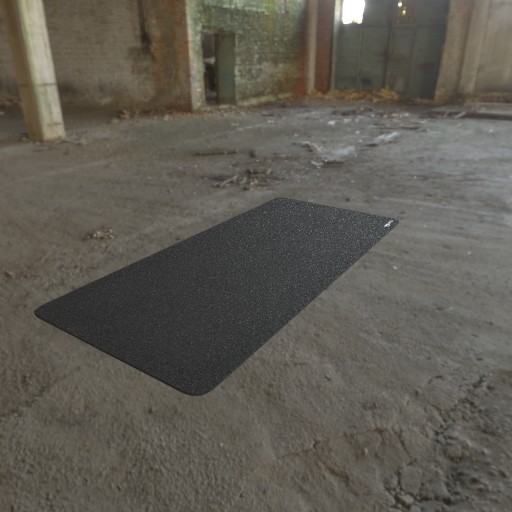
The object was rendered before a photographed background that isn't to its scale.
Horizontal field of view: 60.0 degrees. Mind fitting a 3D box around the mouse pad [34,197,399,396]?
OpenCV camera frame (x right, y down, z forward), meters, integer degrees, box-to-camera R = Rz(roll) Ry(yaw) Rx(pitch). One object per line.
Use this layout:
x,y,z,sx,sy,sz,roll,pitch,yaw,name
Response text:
0.000,0.000,1.067,0.424,0.003,0.907,15,28,31,mouse pad
